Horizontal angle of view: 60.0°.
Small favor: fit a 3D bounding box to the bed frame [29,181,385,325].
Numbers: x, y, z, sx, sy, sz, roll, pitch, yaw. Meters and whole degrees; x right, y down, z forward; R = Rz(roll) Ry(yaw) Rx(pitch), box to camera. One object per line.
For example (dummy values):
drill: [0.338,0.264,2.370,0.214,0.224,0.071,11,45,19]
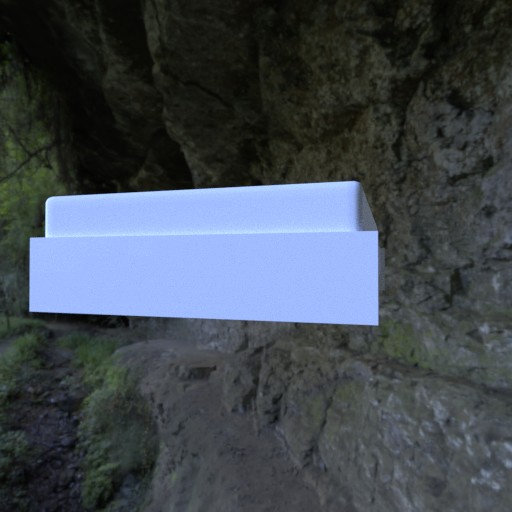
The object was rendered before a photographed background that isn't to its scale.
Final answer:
bed frame: [0.000,0.000,2.629,1.445,0.497,1.945,0,-1,17]
